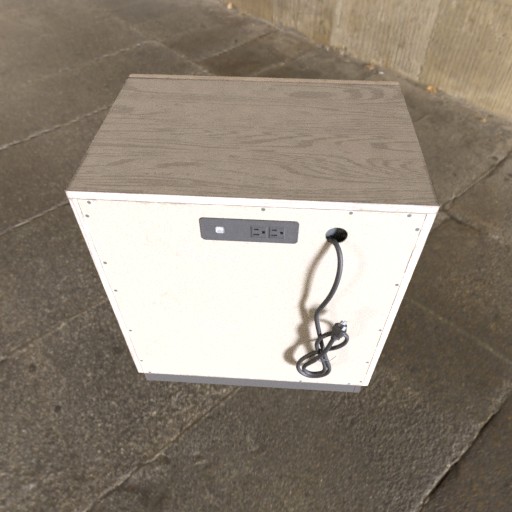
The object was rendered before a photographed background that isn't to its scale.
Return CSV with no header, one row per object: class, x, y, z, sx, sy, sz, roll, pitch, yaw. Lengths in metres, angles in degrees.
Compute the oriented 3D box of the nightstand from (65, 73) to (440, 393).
nightstand,0.000,0.000,1.088,0.612,0.673,0.483,3,48,2
